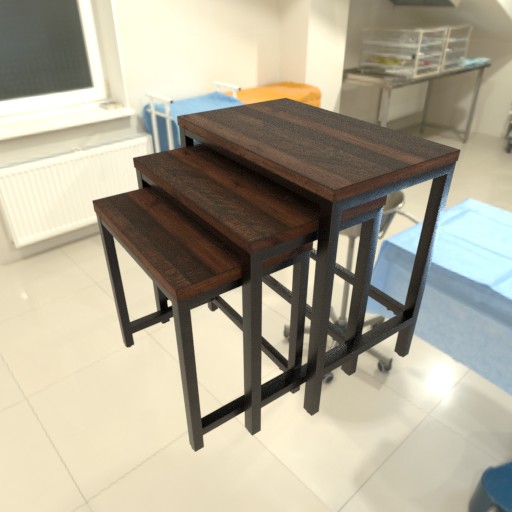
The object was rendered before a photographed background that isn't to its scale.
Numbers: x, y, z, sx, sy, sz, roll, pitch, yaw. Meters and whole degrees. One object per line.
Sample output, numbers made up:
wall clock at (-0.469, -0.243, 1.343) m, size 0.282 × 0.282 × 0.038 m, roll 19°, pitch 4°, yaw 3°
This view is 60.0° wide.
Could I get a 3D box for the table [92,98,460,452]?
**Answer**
table at (0.000, 0.000, 1.173) m, size 0.660 × 0.616 × 0.608 m, roll -21°, pitch 37°, yaw -29°
